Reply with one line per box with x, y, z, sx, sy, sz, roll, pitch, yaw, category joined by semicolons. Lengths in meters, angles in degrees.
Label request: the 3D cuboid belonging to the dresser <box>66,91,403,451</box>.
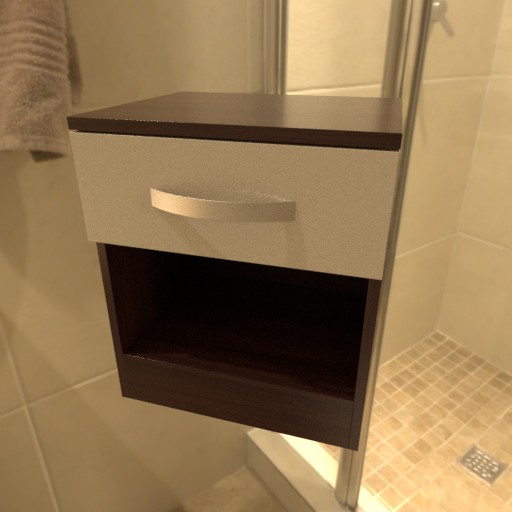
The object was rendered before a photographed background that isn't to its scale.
0.000;0.000;0.733;0.400;0.470;0.360;7;27;15;dresser
